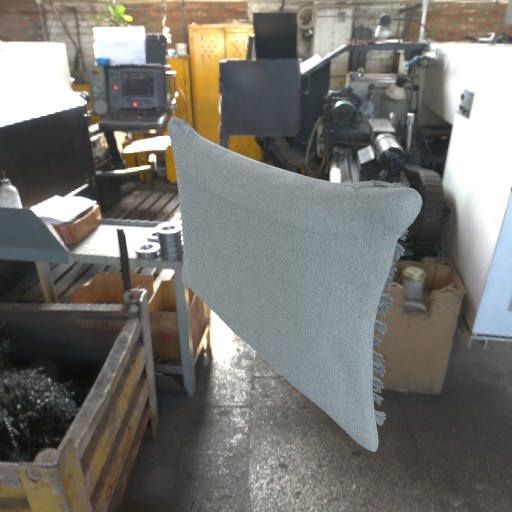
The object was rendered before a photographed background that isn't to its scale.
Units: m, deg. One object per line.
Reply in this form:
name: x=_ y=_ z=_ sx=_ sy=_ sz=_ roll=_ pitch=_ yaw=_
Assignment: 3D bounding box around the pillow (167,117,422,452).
pillow: x=0.000 y=0.000 z=0.591 sx=0.084 sy=0.305 sz=0.466 roll=-17 pitch=31 yaw=-31
